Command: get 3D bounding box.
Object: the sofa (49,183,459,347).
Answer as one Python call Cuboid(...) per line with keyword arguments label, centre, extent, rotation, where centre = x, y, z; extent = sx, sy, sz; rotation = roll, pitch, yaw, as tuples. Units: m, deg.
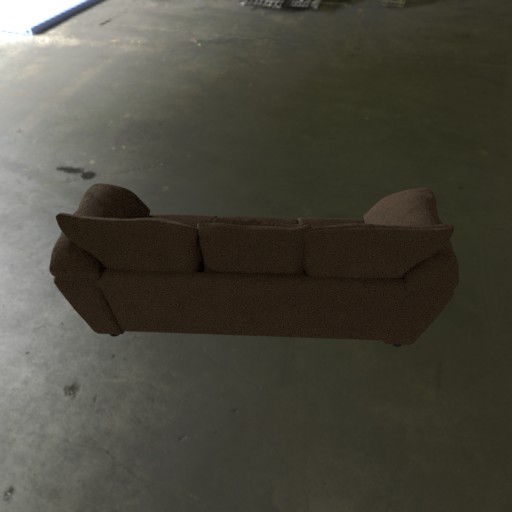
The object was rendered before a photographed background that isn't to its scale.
Cuboid(label="sofa", centre=(0.000, 0.000, 2.880), extent=(2.336, 1.015, 0.878), rotation=(2, 46, 2))
